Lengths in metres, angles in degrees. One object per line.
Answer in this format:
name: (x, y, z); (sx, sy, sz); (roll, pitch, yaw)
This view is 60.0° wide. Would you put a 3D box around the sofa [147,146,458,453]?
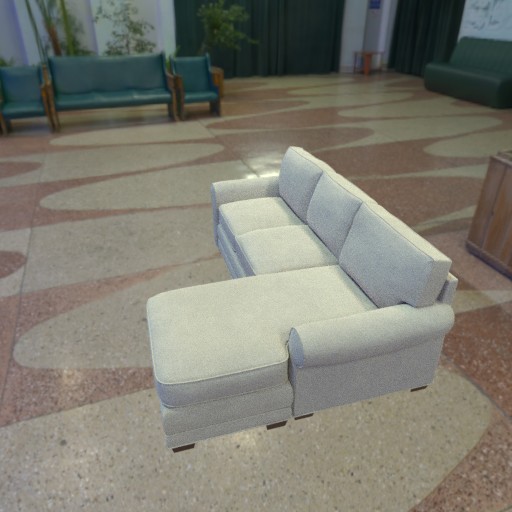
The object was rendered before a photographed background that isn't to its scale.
sofa: (0.000, 0.000, 2.409); (1.226, 0.734, 1.770); (-8, 31, -14)
